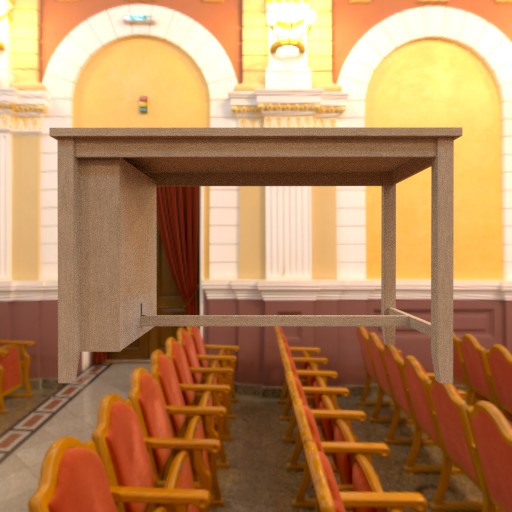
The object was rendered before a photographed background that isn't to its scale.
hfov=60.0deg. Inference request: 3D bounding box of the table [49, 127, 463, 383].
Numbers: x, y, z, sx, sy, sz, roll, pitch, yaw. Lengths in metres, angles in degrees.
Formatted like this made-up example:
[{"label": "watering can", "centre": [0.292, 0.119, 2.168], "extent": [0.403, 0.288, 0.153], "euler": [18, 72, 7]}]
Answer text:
[{"label": "table", "centre": [0.000, 0.000, 1.866], "extent": [1.397, 0.874, 0.729], "euler": [0, 0, 0]}]
